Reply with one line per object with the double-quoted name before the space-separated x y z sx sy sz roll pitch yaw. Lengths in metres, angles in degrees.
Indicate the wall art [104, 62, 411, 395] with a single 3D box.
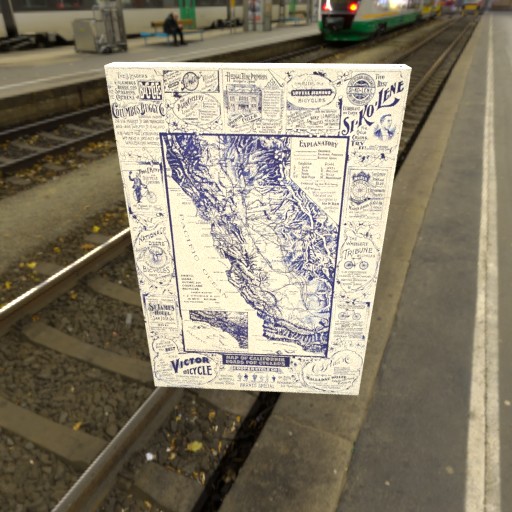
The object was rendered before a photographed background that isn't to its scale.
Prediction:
"wall art" 0.000 0.000 0.471 0.255 0.376 0.025 2 30 3
